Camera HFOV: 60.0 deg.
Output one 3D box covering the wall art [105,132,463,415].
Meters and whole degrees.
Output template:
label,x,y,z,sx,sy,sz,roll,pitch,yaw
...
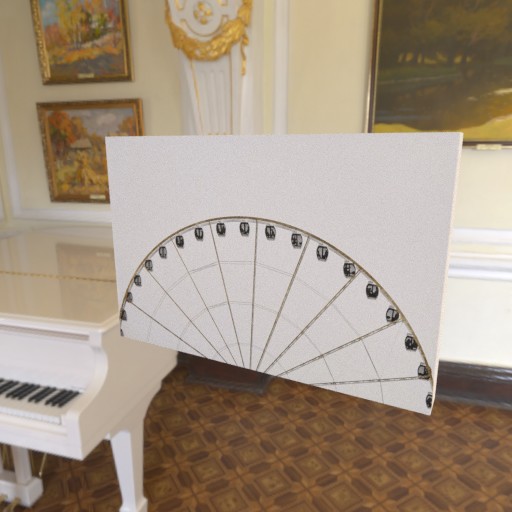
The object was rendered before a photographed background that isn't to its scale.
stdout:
label,x,y,z,sx,sy,sz,roll,pitch,yaw
wall art,0.000,0.000,0.483,0.384,0.254,0.039,7,16,27
